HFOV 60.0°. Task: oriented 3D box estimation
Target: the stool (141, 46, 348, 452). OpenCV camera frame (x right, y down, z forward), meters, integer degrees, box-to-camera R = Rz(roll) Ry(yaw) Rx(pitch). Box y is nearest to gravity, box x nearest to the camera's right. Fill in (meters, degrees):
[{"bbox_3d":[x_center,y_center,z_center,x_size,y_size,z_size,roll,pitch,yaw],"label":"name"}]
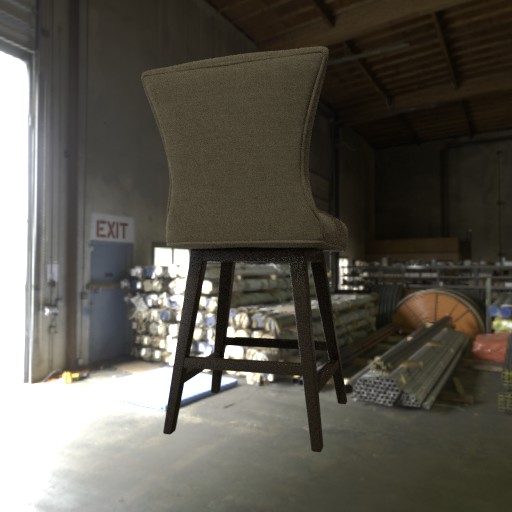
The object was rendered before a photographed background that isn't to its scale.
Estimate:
[{"bbox_3d":[0.000,0.000,1.349,0.514,1.000,0.574,0,-2,16],"label":"stool"}]
